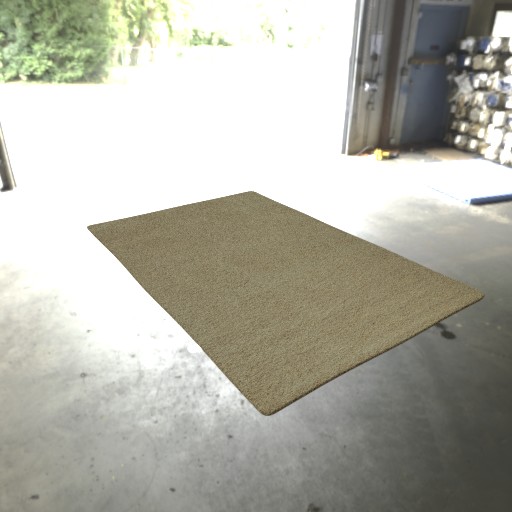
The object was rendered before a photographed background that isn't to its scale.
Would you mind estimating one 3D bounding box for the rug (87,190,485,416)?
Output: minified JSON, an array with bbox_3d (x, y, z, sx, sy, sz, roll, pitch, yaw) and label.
[{"bbox_3d":[0.000,0.000,3.412,1.801,0.024,2.700,-17,31,-31],"label":"rug"}]
